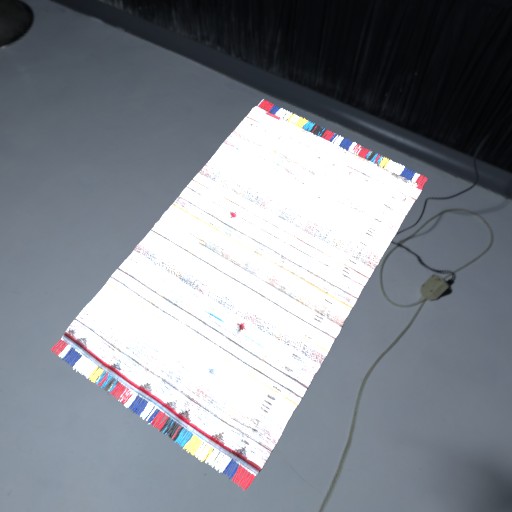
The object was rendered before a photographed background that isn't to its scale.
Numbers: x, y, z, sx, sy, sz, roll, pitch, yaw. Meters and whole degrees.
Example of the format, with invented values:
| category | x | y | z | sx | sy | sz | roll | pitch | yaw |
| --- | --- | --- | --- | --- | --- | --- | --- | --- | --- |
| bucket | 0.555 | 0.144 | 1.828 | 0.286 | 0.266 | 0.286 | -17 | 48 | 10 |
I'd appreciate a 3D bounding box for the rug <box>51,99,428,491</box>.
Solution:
| category | x | y | z | sx | sy | sz | roll | pitch | yaw |
| --- | --- | --- | --- | --- | --- | --- | --- | --- | --- |
| rug | 0.000 | 0.000 | 2.991 | 1.465 | 0.012 | 2.465 | 30 | 68 | 13 |
